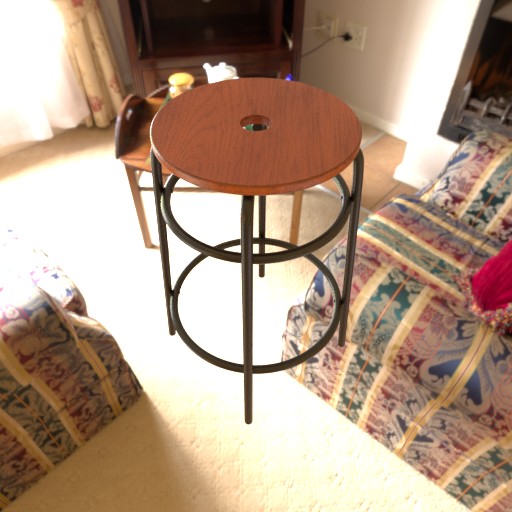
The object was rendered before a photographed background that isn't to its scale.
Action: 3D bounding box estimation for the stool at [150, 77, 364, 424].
[{"bbox_3d":[0.000,0.000,0.926,0.455,0.610,0.455,3,46,3],"label":"stool"}]
